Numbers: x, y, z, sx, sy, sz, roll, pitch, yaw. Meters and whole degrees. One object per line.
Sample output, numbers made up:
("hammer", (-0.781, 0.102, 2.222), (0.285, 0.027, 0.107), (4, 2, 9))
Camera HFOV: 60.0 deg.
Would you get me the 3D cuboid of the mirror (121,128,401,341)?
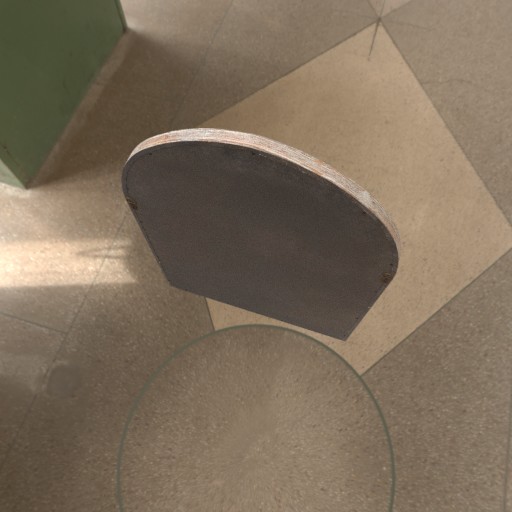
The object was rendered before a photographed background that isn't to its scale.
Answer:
("mirror", (0.000, 0.000, 1.165), (0.660, 0.920, 0.032), (17, 67, 7))
